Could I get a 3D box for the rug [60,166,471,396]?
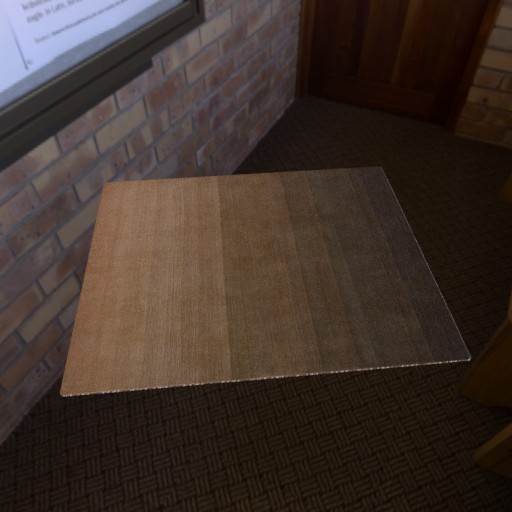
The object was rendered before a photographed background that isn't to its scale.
[{"bbox_3d":[0.000,0.000,3.857,2.902,0.017,2.305,-4,48,-4],"label":"rug"}]
